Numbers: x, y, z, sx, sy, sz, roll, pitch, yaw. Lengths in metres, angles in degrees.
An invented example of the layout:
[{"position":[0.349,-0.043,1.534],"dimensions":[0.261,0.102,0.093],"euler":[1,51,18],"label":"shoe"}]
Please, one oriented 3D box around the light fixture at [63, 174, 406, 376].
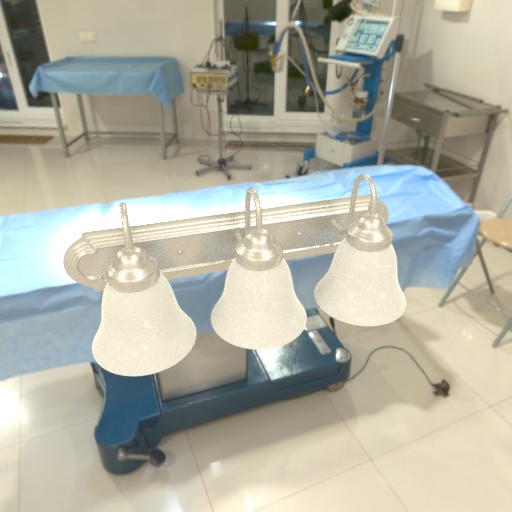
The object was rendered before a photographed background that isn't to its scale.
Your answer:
[{"position":[0.000,0.000,0.718],"dimensions":[0.610,0.222,0.199],"euler":[-9,33,-14],"label":"light fixture"}]
